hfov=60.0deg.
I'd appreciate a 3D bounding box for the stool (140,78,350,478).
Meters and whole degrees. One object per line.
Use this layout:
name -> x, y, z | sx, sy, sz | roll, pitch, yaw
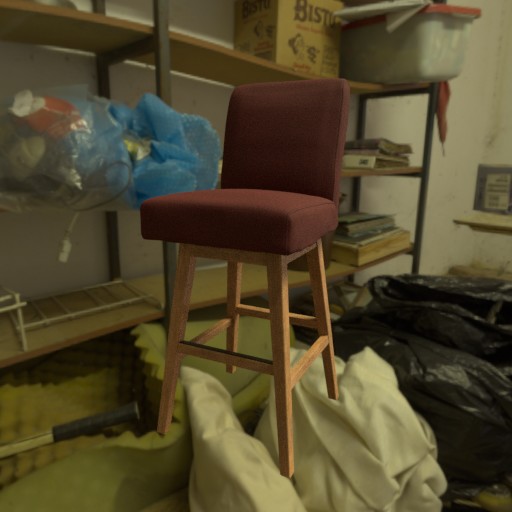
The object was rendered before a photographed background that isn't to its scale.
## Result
stool -> 0.000, 0.000, 1.392 | 0.468, 1.093, 0.562 | 7, 15, 26
